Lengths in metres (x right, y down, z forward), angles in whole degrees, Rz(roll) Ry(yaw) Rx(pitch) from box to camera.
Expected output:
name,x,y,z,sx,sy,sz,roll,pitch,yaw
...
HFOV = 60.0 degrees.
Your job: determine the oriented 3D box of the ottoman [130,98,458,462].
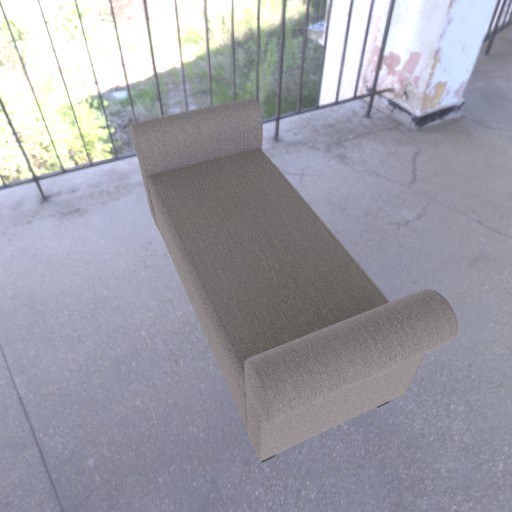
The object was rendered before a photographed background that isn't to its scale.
name,x,y,z,sx,sy,sz,roll,pitch,yaw
ottoman,0.000,0.000,1.546,0.521,0.547,1.256,-18,49,-17
